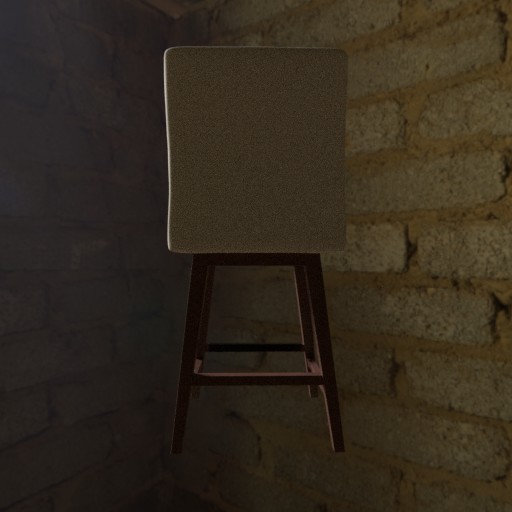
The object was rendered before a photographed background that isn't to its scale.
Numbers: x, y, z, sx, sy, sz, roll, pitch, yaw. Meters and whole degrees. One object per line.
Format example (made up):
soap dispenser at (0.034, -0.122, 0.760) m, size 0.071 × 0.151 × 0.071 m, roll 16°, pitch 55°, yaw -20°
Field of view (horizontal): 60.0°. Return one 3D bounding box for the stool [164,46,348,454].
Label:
stool at (0.000, 0.000, 1.302) m, size 0.483 × 0.991 × 0.559 m, roll 0°, pitch 1°, yaw -1°
